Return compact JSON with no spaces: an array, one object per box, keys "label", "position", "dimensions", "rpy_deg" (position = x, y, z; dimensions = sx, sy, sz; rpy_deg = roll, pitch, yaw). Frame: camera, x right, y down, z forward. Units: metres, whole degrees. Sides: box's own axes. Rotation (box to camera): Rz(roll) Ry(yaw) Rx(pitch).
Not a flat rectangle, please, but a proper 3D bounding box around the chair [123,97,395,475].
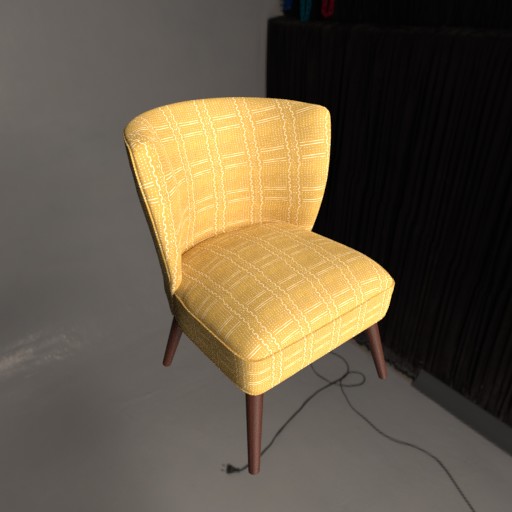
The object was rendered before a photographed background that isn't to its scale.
[{"label":"chair","position":[0.000,0.000,1.440],"dimensions":[0.706,0.866,0.758],"rpy_deg":[-22,37,-33]}]
